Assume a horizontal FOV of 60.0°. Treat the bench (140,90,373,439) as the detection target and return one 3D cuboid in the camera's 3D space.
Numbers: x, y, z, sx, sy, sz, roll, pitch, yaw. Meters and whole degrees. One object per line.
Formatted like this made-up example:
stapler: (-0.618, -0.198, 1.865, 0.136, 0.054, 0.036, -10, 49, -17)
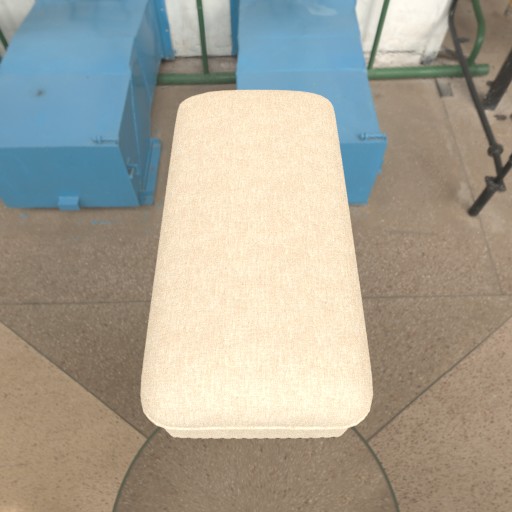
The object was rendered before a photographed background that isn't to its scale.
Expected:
bench: (0.000, 0.000, 1.262, 0.483, 0.483, 0.991, 0, 58, 0)
